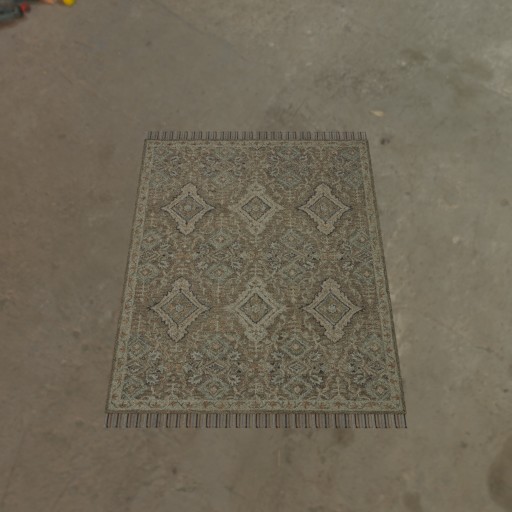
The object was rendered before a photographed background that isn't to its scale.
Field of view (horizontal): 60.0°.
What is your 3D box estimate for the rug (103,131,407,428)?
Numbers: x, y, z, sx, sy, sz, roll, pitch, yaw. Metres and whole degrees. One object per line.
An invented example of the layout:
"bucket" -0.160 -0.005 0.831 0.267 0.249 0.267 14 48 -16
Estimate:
"rug" 0.000 0.000 4.204 2.437 0.010 3.056 0 64 0
